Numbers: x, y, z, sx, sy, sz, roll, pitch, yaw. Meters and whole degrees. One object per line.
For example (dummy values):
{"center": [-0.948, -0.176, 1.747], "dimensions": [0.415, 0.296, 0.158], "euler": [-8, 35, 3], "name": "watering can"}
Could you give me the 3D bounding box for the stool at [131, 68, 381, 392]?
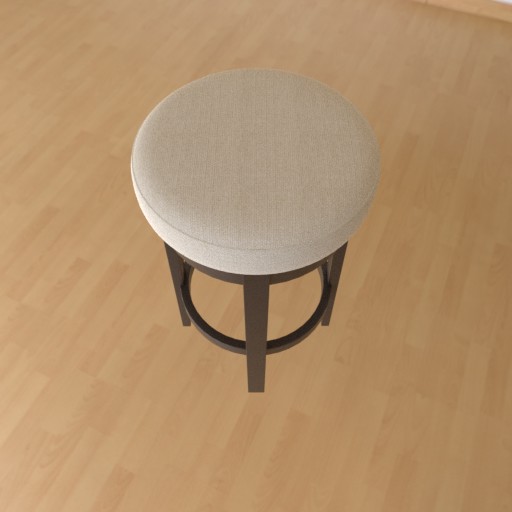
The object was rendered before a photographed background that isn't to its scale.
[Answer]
{"center": [0.000, 0.000, 1.049], "dimensions": [0.446, 0.758, 0.446], "euler": [0, 58, 0], "name": "stool"}
